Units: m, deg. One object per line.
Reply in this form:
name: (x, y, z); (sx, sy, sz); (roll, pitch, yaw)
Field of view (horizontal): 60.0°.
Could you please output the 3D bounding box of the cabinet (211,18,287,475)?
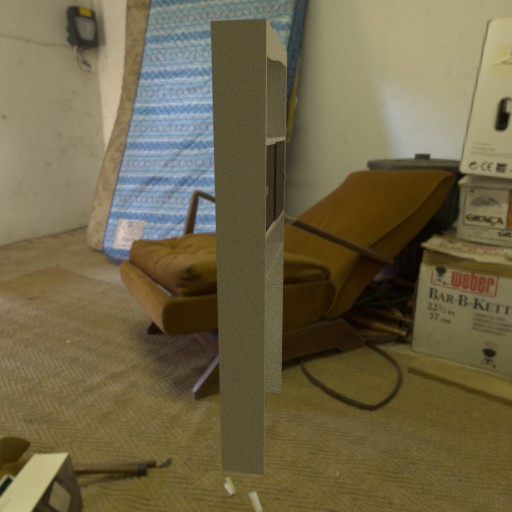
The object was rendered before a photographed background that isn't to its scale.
cabinet: (0.000, 0.000, 1.982); (0.192, 1.770, 0.643); (3, 16, 9)
